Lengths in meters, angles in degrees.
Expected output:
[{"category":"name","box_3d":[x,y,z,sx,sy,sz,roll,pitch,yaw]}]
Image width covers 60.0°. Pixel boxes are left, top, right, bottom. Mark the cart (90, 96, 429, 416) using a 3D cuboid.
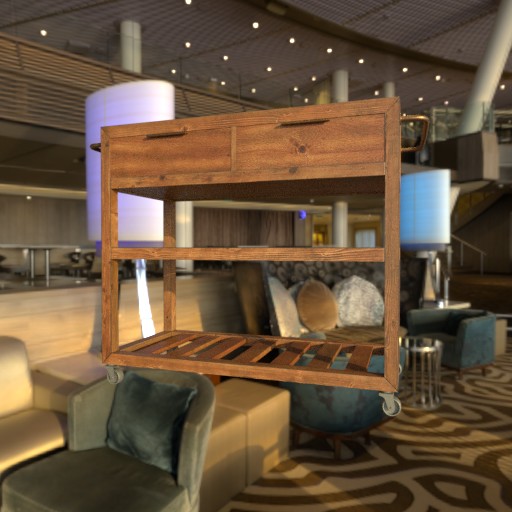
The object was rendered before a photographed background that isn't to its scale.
[{"category":"cart","box_3d":[0.000,0.000,1.480,1.065,0.830,0.445,0,1,18]}]
